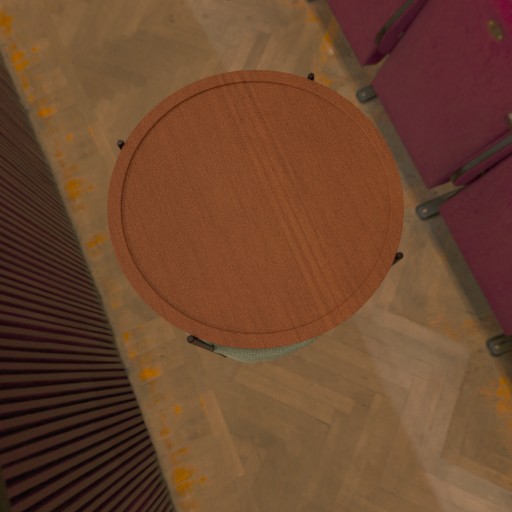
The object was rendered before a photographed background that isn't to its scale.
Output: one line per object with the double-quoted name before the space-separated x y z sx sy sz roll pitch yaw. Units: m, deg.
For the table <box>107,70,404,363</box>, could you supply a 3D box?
"table" 0.000 0.000 0.875 0.400 0.623 0.400 -21 77 -5
